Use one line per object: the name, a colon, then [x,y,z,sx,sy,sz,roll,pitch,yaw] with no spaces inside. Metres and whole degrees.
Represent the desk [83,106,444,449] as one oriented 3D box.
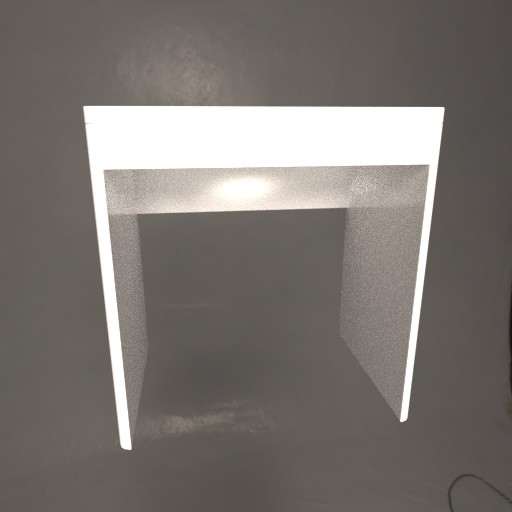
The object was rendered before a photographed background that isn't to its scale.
desk: [0.000,0.000,1.272,0.762,0.800,0.549,-3,18,-8]
